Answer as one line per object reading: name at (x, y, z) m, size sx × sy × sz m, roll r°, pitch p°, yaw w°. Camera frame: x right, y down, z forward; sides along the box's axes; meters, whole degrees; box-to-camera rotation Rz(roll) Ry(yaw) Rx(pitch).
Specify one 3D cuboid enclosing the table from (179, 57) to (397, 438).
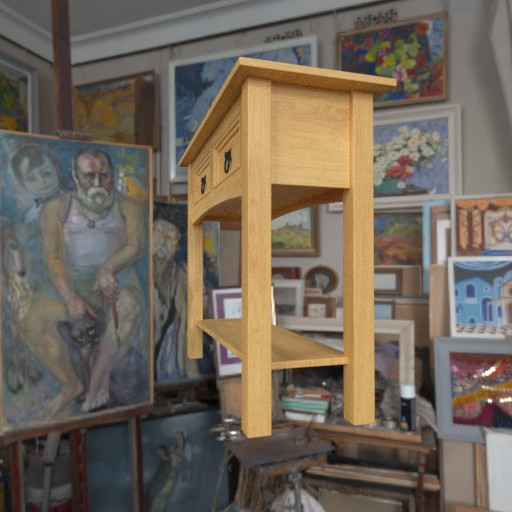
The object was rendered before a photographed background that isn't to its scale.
table at (0.000, 0.000, 1.299) m, size 0.340 × 0.728 × 0.900 m, roll 0°, pitch -1°, yaw -17°
